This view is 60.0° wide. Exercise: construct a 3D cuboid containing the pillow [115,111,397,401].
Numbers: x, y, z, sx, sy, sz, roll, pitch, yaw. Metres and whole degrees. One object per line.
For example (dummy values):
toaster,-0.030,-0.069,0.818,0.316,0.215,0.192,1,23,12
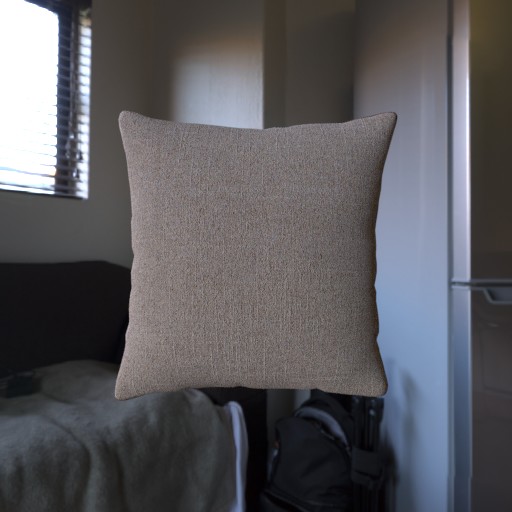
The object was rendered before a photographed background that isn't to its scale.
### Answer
pillow,0.000,0.000,0.692,0.437,0.448,0.147,0,0,-1
